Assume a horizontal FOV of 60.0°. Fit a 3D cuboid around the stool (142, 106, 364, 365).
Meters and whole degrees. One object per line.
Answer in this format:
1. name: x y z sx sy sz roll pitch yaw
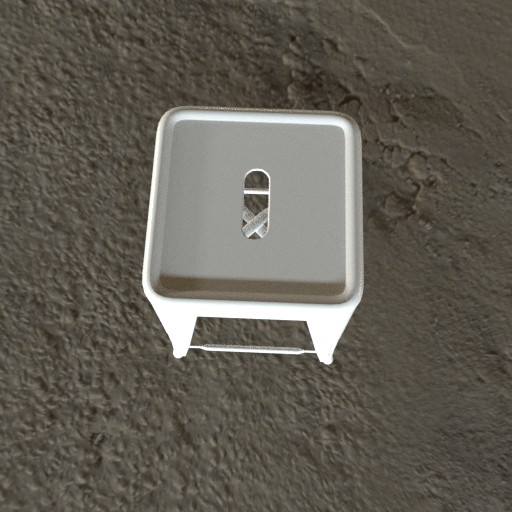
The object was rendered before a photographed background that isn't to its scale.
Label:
1. stool: 0.000 0.000 0.871 0.406 0.610 0.406 2 77 1
